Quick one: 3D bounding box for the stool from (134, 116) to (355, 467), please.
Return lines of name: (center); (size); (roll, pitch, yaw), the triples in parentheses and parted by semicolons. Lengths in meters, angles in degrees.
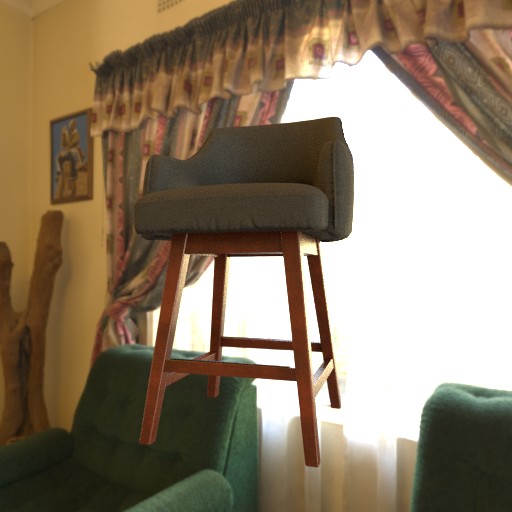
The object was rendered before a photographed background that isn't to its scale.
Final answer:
stool: (0.000, 0.000, 1.250); (0.548, 0.912, 0.558); (0, -2, 17)
